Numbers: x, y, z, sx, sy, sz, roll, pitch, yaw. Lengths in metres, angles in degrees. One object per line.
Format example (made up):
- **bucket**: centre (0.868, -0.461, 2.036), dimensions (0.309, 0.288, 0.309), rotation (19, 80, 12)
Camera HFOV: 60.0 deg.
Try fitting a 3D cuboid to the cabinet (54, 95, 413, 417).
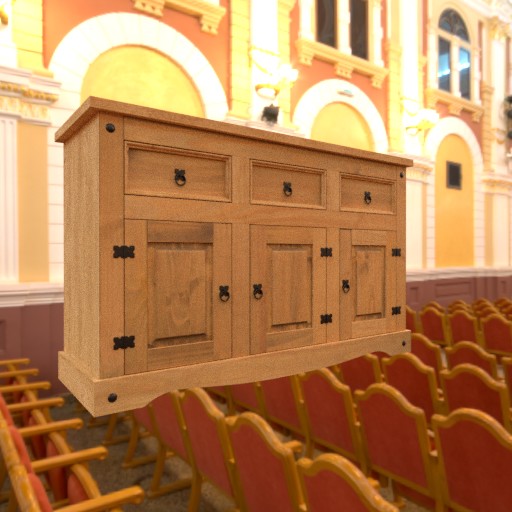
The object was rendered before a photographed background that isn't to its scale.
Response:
- **cabinet**: centre (0.000, 0.000, 1.668), dimensions (1.321, 0.810, 0.432), rotation (0, 0, -35)
